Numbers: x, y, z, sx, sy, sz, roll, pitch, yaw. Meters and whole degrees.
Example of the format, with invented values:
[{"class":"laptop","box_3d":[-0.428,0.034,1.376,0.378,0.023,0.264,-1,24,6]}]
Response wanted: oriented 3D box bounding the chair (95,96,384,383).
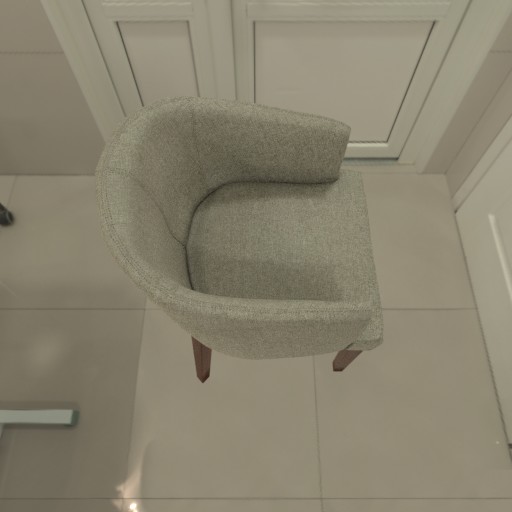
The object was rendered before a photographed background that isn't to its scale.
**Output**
[{"class":"chair","box_3d":[0.000,0.000,1.253,0.655,0.811,0.583,0,64,0]}]
